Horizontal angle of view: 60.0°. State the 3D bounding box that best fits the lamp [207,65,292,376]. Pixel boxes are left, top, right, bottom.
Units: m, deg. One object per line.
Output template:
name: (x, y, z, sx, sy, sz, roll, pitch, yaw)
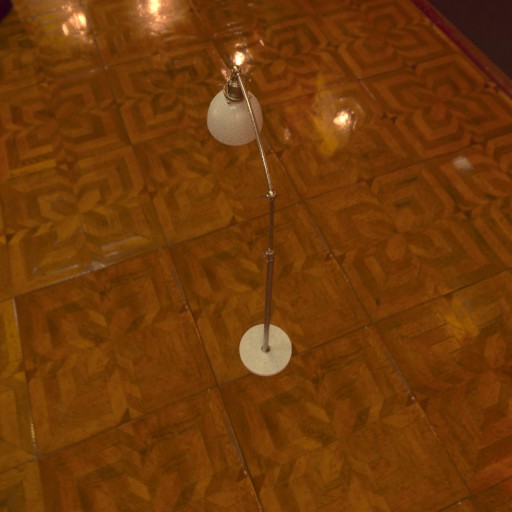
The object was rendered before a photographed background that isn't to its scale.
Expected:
lamp: (0.000, 0.000, 1.854, 0.288, 1.586, 0.599, -17, 61, -10)
